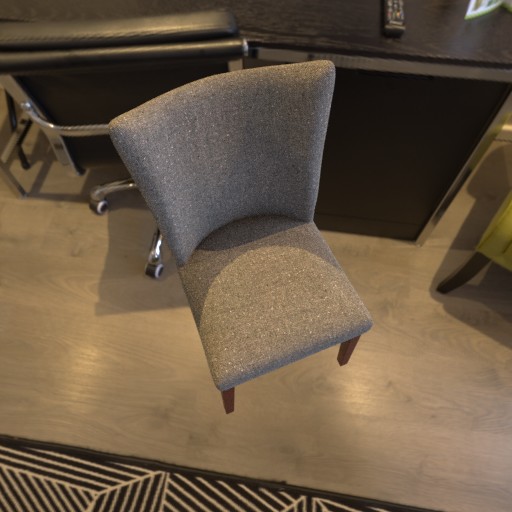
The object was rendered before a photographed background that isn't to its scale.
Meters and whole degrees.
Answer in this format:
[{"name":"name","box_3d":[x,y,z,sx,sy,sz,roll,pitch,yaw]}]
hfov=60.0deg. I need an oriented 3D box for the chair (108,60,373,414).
[{"name":"chair","box_3d":[0.000,0.000,1.303,0.535,0.924,0.623,-20,63,-10]}]
